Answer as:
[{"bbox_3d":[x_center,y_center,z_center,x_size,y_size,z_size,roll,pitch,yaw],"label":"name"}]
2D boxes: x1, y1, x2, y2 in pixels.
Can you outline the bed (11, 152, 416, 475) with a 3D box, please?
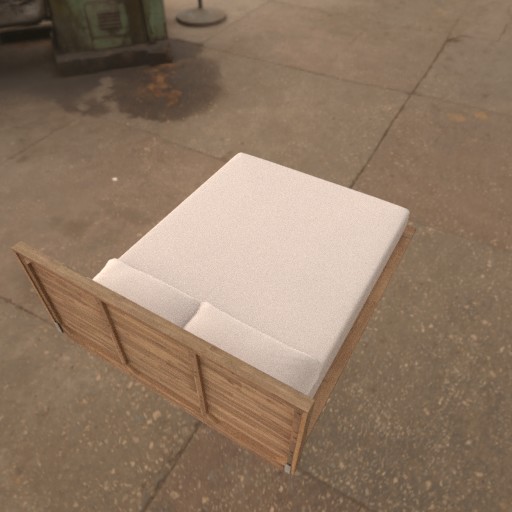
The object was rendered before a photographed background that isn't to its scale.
[{"bbox_3d":[0.000,0.000,3.059,1.759,1.071,2.145,23,50,21],"label":"bed"}]
